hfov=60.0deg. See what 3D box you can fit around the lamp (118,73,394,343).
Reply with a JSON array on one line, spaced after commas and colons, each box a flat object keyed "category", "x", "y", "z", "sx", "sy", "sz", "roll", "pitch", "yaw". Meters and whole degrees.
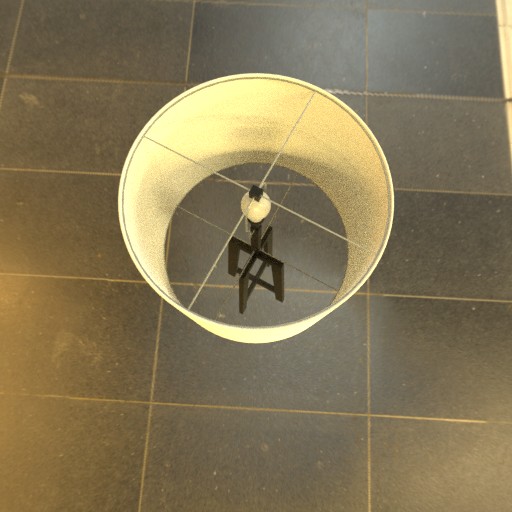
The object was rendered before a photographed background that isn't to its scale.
[{"category": "lamp", "x": 0.000, "y": 0.000, "z": 0.647, "sx": 0.257, "sy": 0.489, "sz": 0.257, "roll": -16, "pitch": 76, "yaw": -4}]
